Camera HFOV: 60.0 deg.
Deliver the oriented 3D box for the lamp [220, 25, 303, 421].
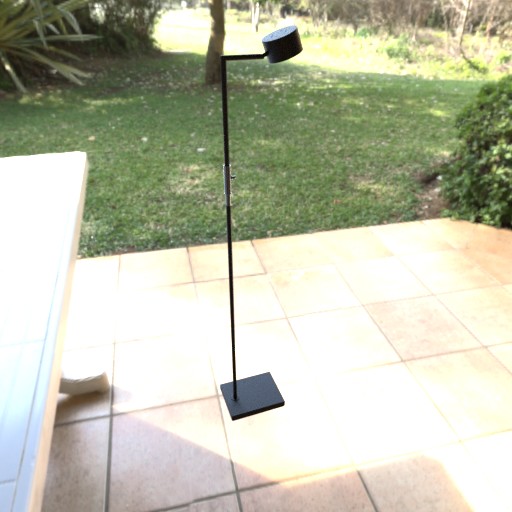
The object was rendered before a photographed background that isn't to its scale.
[{"bbox_3d":[0.000,0.000,1.737,0.304,1.600,0.203,-10,33,-17],"label":"lamp"}]
